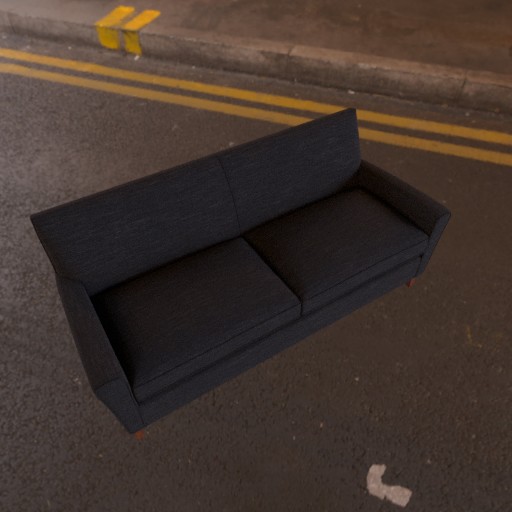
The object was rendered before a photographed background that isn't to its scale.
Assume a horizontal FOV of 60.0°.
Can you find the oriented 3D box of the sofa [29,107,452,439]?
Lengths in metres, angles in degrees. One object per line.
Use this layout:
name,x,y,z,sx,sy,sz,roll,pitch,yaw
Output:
sofa,0.000,0.000,2.408,1.976,0.846,0.875,-24,51,-21
